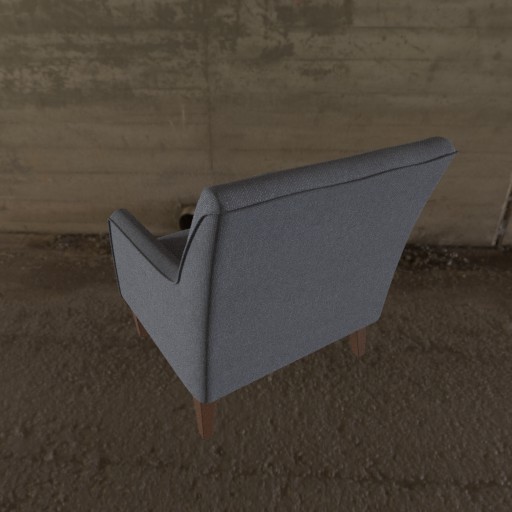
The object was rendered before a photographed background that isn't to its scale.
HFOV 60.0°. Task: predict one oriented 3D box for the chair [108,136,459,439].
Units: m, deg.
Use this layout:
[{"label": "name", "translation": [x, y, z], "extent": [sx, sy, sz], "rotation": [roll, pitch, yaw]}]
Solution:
[{"label": "chair", "translation": [0.000, 0.000, 1.573], "extent": [0.780, 0.919, 0.899], "rotation": [-18, 35, -29]}]
